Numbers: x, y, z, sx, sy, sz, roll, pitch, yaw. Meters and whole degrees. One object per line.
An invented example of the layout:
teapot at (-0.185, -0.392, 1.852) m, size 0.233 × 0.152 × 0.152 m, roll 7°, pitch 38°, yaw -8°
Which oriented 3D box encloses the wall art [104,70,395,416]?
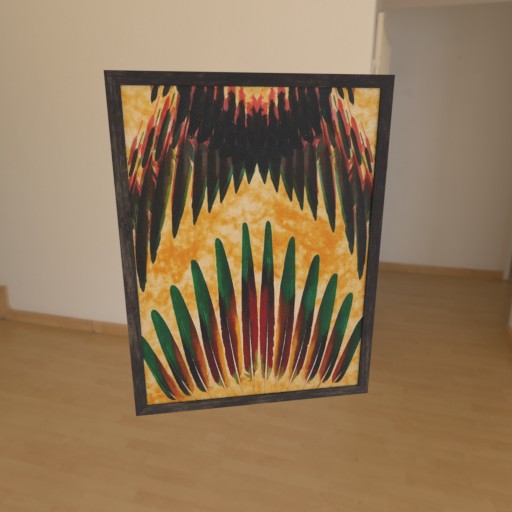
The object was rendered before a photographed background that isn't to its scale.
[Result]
wall art at (0.000, 0.000, 1.391) m, size 0.812 × 1.066 × 0.029 m, roll -3°, pitch 17°, yaw -9°
